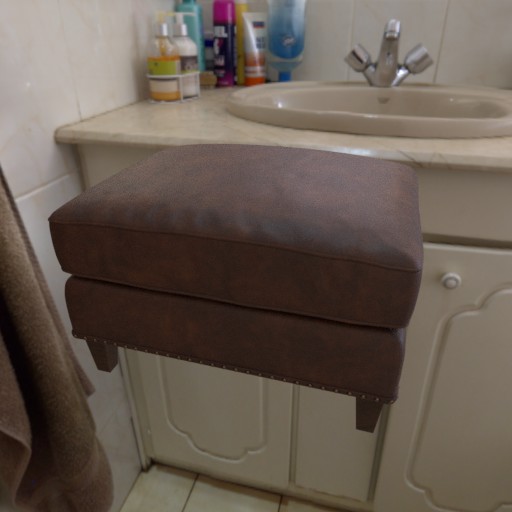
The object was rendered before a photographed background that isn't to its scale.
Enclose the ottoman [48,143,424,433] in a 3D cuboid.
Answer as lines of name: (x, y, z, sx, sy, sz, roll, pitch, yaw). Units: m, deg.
ottoman: (0.000, 0.000, 1.124, 0.742, 0.486, 0.586, 8, 29, 15)
